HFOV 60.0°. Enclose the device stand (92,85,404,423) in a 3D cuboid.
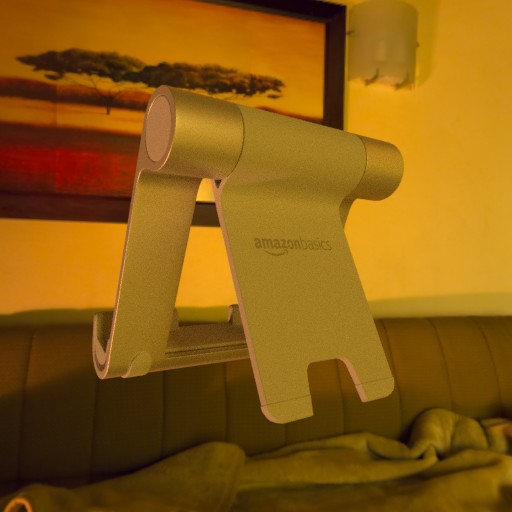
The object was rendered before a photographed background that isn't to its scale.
[{"bbox_3d":[0.000,0.000,0.151,0.086,0.084,0.079,1,-2,-35],"label":"device stand"}]
